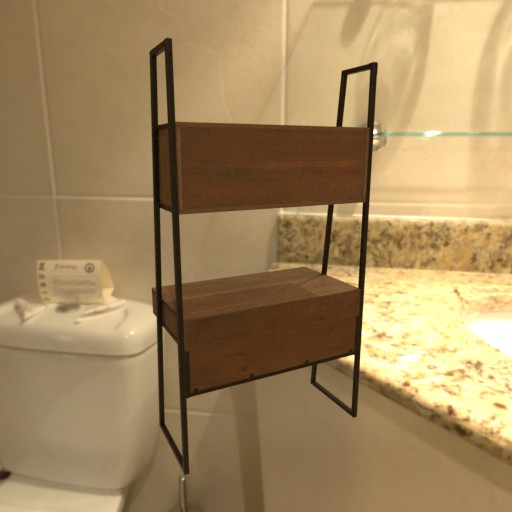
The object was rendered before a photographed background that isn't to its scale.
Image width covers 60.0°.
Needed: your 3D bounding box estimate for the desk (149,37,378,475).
[{"bbox_3d":[0.000,0.000,2.216,0.982,1.809,0.515,-7,15,-27],"label":"desk"}]
